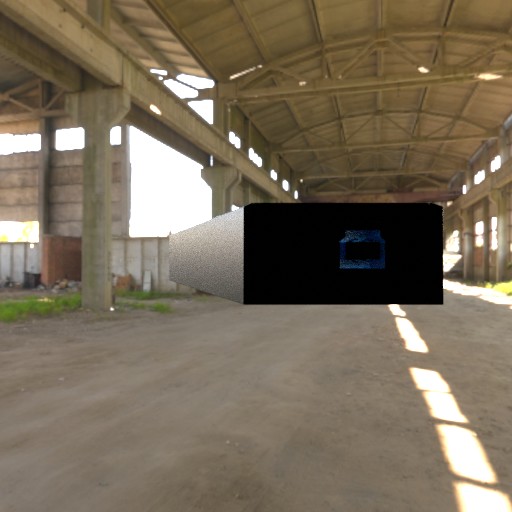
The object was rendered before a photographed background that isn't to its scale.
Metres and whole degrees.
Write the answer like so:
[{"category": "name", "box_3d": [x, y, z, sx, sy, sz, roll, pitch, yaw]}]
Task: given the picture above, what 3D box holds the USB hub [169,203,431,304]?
[{"category": "USB hub", "box_3d": [0.000, 0.000, 0.161, 0.044, 0.023, 0.145, 0, -1, -19]}]
